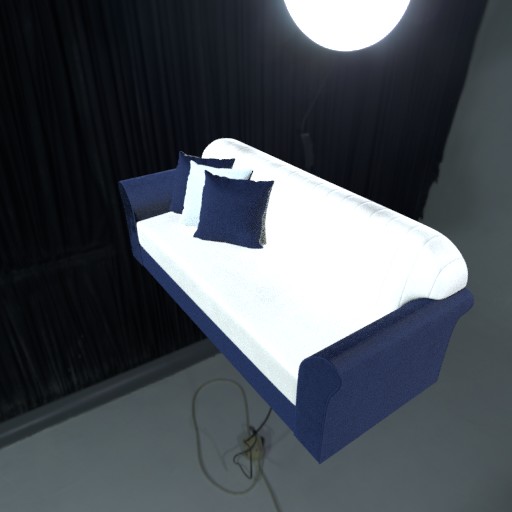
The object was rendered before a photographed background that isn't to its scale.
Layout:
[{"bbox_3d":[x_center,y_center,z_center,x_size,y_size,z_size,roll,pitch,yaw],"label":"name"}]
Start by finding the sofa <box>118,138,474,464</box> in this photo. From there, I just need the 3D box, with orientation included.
[{"bbox_3d":[0.000,0.000,2.386,0.749,0.789,2.006,-20,37,-29],"label":"sofa"}]
